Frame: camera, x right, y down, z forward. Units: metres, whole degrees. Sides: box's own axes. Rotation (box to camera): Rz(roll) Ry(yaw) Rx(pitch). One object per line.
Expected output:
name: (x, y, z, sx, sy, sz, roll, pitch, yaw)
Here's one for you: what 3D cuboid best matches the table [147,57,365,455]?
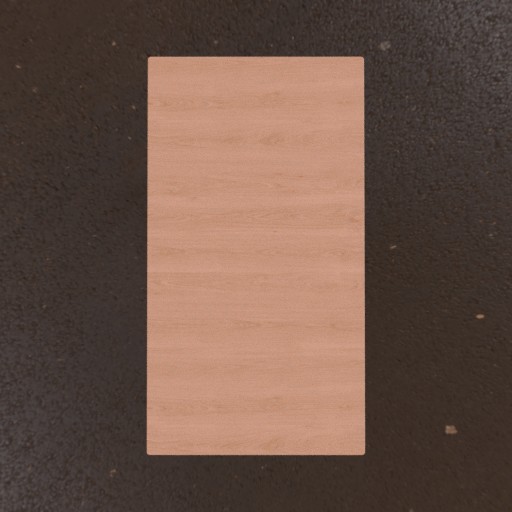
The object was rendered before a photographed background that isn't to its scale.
table: (0.000, 0.000, 2.093, 0.900, 0.760, 1.600, 0, 89, 0)
